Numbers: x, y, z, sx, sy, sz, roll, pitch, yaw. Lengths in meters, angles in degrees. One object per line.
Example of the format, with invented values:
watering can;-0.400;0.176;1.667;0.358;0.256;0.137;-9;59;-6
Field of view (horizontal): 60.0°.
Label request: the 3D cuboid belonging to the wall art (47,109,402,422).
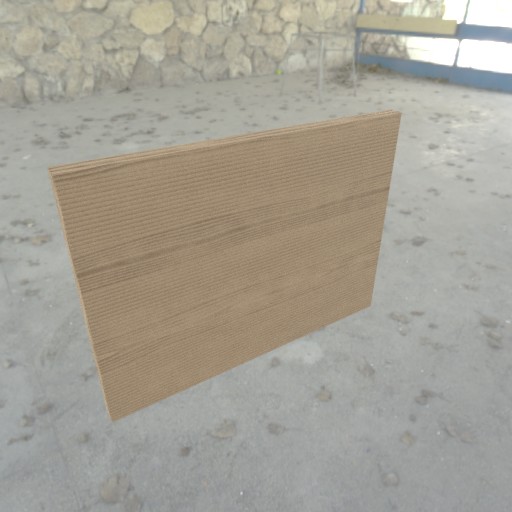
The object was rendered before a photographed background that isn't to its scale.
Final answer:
wall art;0.000;0.000;1.104;0.841;0.609;0.063;-18;35;-28
